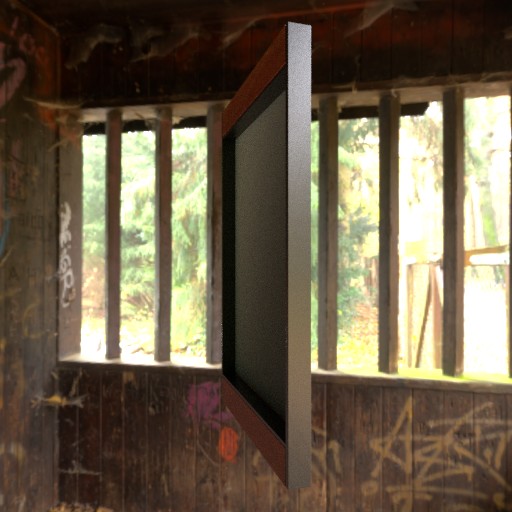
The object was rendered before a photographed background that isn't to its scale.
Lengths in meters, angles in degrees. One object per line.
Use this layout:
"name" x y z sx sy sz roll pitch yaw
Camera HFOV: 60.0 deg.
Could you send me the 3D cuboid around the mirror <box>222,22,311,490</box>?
"mirror" 0.000 0.000 1.034 0.047 0.823 0.525 0 0 -17
